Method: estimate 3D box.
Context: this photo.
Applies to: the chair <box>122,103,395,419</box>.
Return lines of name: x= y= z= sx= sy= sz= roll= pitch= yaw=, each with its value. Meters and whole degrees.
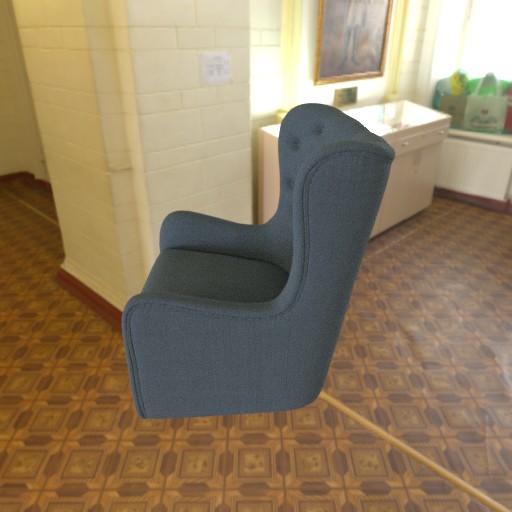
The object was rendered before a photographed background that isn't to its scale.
chair: x=0.000 y=0.000 z=1.789 sx=0.930 sy=1.079 sz=0.831 roll=0 pitch=27 yaw=-1
